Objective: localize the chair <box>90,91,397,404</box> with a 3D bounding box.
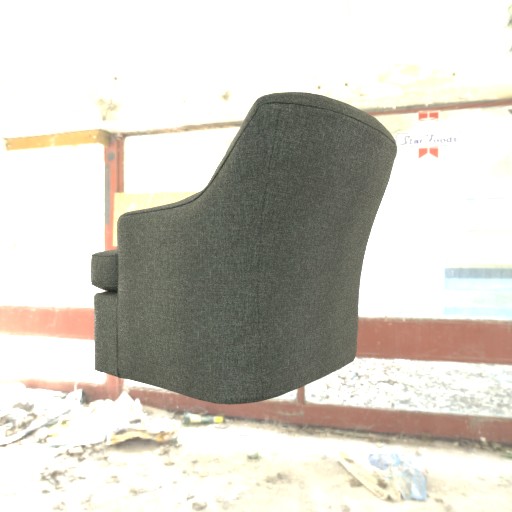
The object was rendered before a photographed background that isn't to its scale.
[{"bbox_3d":[0.000,0.000,1.597,0.923,0.856,0.864,0,0,36],"label":"chair"}]
